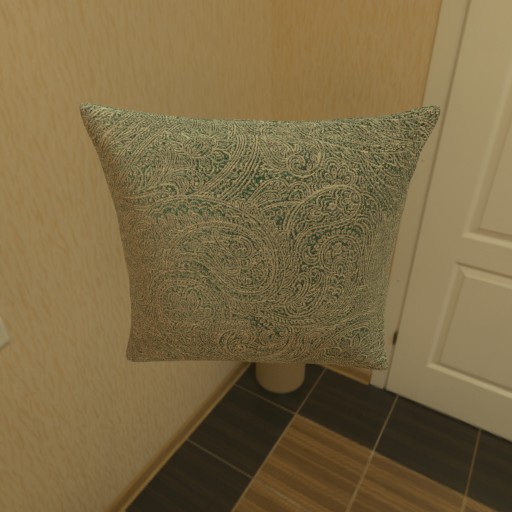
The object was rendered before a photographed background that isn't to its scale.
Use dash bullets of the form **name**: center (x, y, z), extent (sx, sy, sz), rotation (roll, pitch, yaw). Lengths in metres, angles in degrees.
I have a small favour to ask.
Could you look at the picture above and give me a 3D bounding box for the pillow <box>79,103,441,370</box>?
- **pillow**: center (0.000, 0.000, 0.767), extent (0.526, 0.507, 0.166), rotation (1, 31, 2)
